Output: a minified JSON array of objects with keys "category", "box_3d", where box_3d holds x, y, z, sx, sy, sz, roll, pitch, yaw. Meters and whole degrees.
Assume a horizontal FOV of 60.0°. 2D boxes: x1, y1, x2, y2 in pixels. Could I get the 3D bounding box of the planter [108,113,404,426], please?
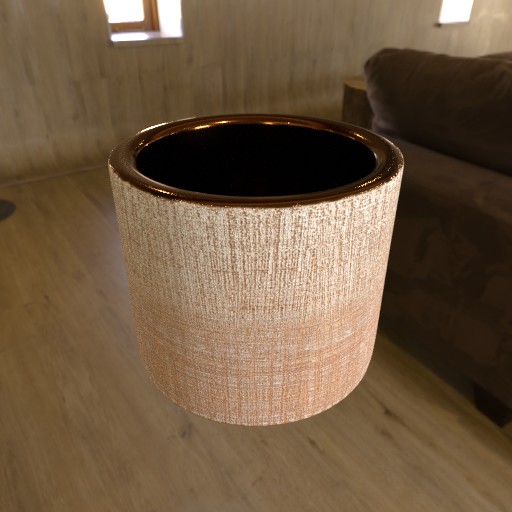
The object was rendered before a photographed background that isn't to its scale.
[{"category":"planter","box_3d":[0.000,0.000,0.310,0.177,0.157,0.177,0,31,0]}]
